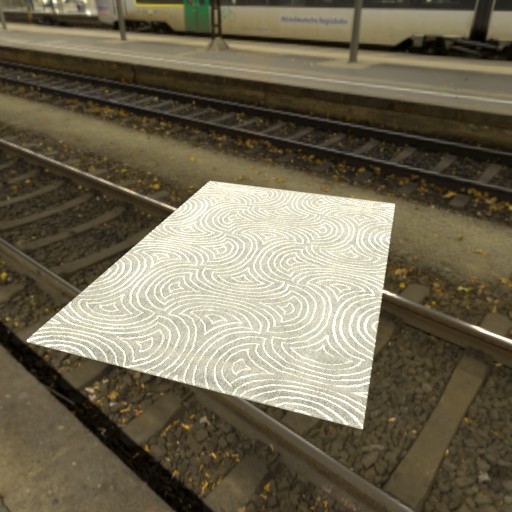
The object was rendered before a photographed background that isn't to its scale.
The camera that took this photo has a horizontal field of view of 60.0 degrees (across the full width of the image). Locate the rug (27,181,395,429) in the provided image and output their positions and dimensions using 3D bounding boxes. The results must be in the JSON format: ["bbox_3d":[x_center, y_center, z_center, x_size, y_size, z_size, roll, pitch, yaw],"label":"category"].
[{"bbox_3d":[0.000,0.000,2.729,1.543,0.015,2.144,10,32,16],"label":"rug"}]
